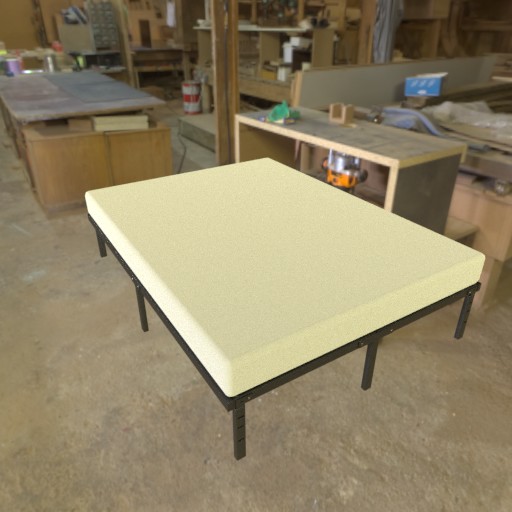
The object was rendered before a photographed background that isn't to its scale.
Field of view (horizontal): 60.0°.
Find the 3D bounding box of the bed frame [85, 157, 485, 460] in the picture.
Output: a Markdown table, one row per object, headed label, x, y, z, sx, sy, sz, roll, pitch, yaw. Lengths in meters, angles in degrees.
| label | x | y | z | sx | sy | sz | roll | pitch | yaw |
| --- | --- | --- | --- | --- | --- | --- | --- | --- | --- |
| bed frame | 0.000 | 0.000 | 3.579 | 1.990 | 0.680 | 2.635 | -17 | 33 | -28 |
